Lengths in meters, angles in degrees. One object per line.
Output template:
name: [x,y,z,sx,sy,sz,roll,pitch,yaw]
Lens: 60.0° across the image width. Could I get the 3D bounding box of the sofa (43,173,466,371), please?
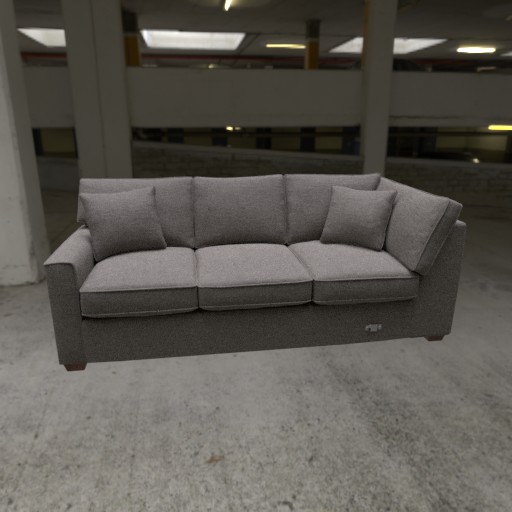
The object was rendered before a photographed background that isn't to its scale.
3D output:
sofa: [0.000,0.000,2.881,2.317,0.962,1.061,-3,17,-8]
